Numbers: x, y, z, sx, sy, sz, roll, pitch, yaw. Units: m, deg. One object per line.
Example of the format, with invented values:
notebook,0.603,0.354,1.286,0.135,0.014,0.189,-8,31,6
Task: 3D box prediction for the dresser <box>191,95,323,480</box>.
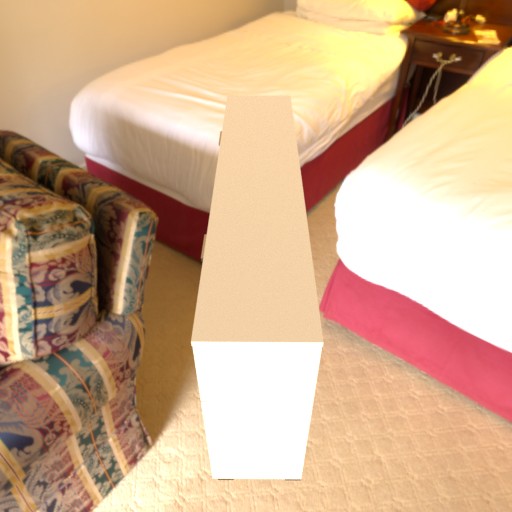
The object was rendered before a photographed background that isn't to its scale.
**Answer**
dresser,0.000,0.000,1.896,0.333,0.790,1.535,0,41,0
